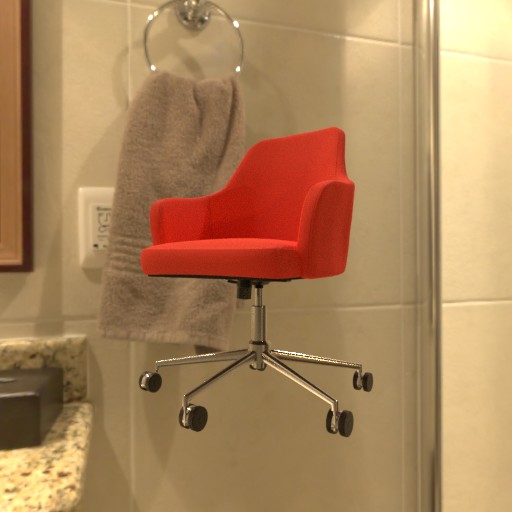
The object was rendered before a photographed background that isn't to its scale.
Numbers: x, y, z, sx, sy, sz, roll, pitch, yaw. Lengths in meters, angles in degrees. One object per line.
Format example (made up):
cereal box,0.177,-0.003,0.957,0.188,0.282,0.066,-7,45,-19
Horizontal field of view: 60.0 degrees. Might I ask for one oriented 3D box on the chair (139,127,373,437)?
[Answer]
chair,0.000,0.000,1.271,0.655,0.820,0.600,0,0,36
